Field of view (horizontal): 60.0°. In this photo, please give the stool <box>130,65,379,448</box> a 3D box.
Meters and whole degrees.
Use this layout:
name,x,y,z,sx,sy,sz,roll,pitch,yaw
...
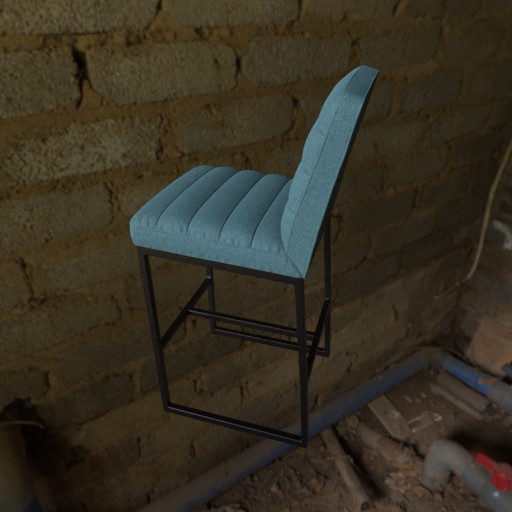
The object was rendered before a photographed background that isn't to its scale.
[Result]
name,x,y,z,sx,sy,sz,roll,pitch,yaw
stool,0.000,0.000,1.333,0.560,1.040,0.460,9,31,15
